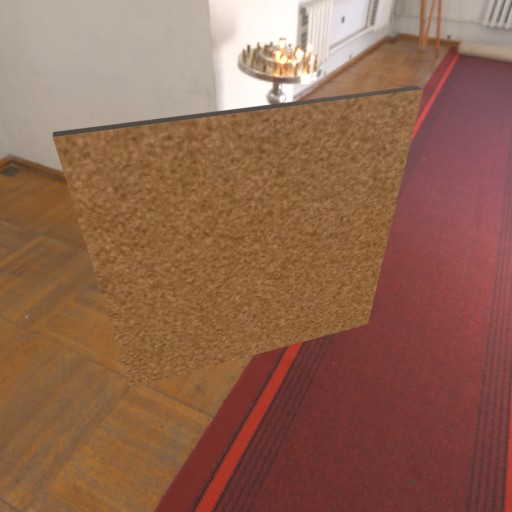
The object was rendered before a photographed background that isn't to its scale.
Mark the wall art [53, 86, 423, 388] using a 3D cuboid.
[{"bbox_3d":[0.000,0.000,0.657,0.446,0.445,0.014,-12,41,-14],"label":"wall art"}]
